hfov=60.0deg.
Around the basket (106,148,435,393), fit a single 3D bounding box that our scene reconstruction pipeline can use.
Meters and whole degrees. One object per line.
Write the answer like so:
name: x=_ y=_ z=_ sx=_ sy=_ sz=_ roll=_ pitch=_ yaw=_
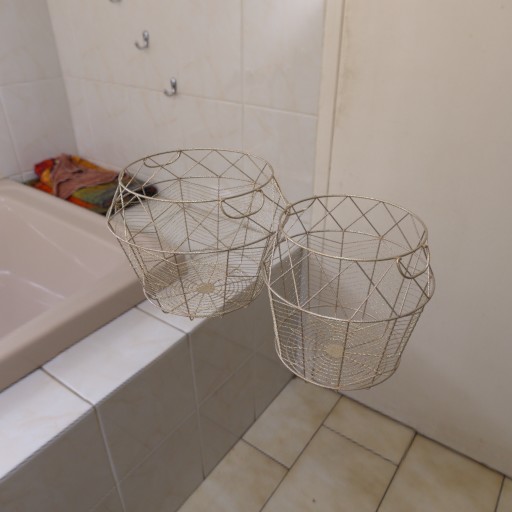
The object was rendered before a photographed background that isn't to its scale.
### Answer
basket: x=0.000 y=0.000 z=1.049 sx=0.805 sy=0.343 sz=0.451 roll=22 pitch=37 yaw=32
